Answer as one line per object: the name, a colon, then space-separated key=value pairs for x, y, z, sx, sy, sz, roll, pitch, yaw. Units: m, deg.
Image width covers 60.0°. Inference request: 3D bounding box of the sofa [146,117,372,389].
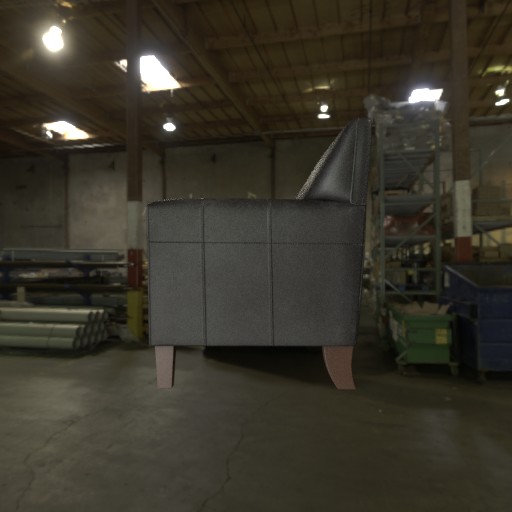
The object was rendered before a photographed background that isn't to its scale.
sofa: x=0.000 y=0.000 z=2.512 sx=0.805 sy=0.947 sz=2.053 roll=0 pitch=0 yaw=0
